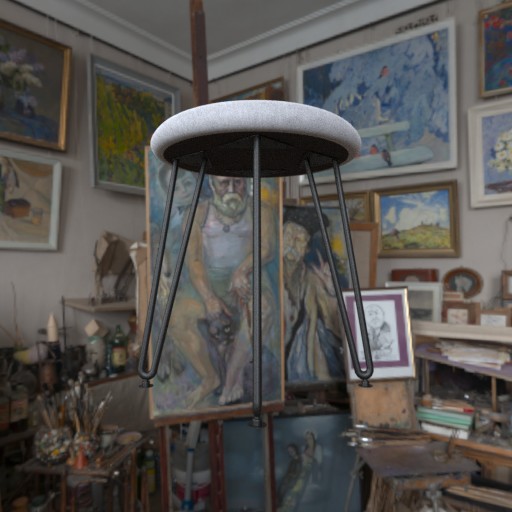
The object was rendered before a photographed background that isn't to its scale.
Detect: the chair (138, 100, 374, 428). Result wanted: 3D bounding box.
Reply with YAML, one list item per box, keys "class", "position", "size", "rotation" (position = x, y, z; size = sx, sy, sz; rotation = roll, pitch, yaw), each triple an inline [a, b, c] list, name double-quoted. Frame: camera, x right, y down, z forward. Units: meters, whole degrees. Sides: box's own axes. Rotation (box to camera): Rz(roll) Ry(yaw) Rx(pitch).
- class: "chair"
  position: [0.000, 0.000, 0.663]
  size: [0.350, 0.386, 0.350]
  rotation: [0, -1, 0]
